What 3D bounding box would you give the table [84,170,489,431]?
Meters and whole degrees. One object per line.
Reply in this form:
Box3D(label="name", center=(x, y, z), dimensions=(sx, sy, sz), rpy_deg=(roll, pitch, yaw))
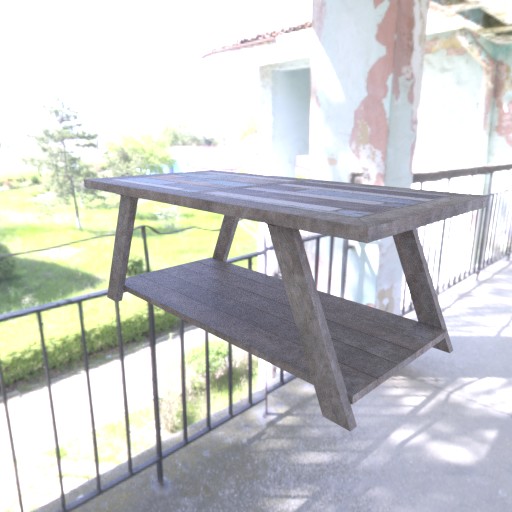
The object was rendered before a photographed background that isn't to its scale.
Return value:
Box3D(label="table", center=(0.000, 0.000, 1.501), dimensions=(0.610, 0.470, 1.219), rpy_deg=(-15, 21, -42))
